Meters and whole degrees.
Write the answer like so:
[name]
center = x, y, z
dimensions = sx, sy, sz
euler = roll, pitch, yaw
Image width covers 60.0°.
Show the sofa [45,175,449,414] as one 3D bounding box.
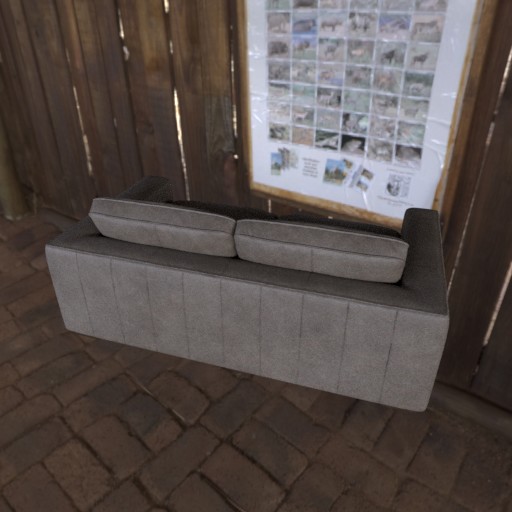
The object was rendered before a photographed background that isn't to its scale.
[sofa]
center = 0.000, 0.000, 2.471
dimensions = 1.920, 0.800, 1.070
euler = 9, 32, 15
